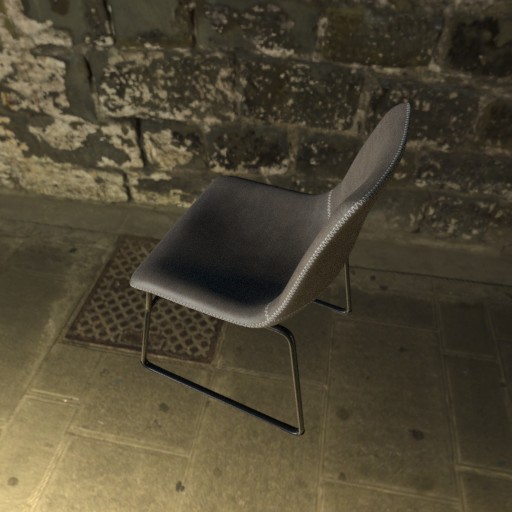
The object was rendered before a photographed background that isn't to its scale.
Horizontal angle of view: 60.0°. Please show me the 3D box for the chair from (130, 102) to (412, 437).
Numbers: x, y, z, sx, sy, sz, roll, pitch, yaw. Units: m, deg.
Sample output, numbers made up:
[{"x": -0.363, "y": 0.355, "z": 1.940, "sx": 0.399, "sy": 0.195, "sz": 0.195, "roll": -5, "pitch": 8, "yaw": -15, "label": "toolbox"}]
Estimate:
[{"x": 0.000, "y": 0.000, "z": 1.102, "sx": 0.550, "sy": 0.780, "sz": 0.460, "roll": 19, "pitch": 49, "yaw": 17, "label": "chair"}]
